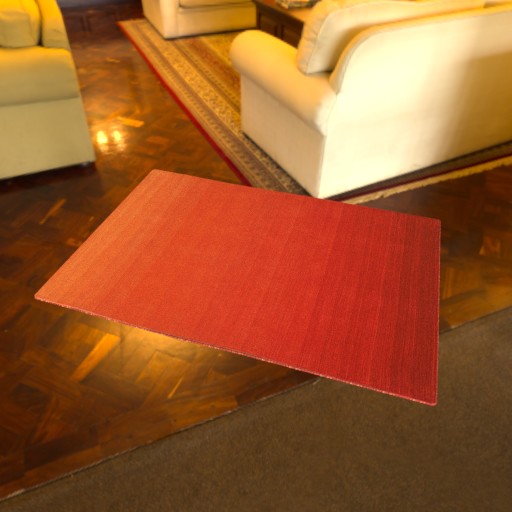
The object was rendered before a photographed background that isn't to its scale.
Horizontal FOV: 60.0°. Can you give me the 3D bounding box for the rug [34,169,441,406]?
[{"bbox_3d":[0.000,0.000,2.322,1.835,0.018,1.230,12,43,13],"label":"rug"}]
